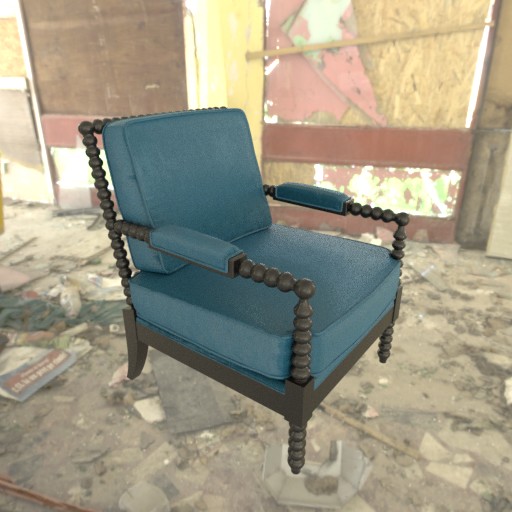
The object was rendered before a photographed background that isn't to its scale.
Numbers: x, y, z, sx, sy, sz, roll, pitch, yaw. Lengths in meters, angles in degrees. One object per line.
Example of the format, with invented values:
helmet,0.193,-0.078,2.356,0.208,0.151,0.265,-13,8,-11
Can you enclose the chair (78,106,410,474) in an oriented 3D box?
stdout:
chair,0.000,0.000,1.424,0.805,0.857,0.688,17,28,33
